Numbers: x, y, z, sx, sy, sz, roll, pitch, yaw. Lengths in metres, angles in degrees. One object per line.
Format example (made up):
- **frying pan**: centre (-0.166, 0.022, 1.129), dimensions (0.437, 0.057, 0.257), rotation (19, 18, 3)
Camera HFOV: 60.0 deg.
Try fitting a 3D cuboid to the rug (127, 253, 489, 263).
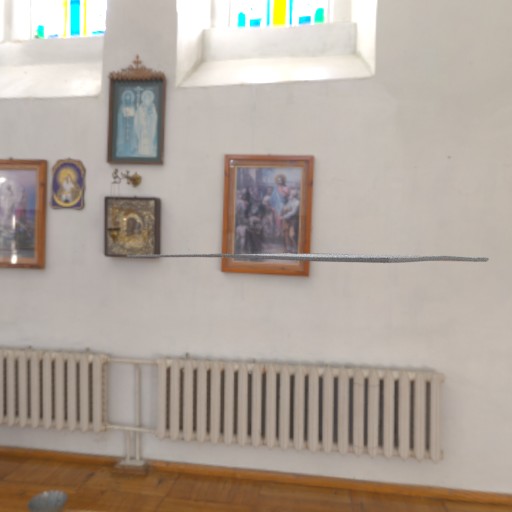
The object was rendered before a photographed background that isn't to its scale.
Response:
- **rug**: centre (0.000, 0.000, 2.559), dimensions (0.675, 0.037, 2.341), rotation (0, 1, -36)
